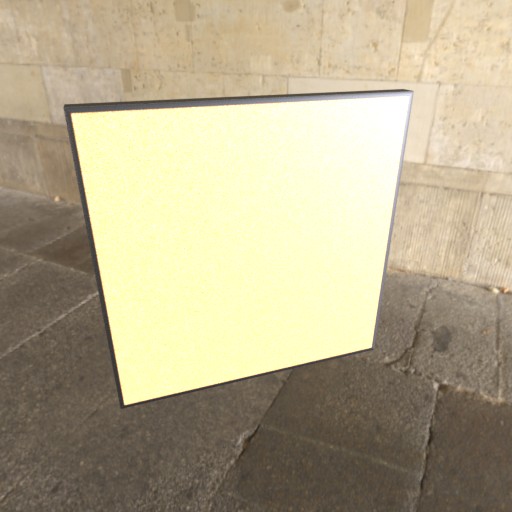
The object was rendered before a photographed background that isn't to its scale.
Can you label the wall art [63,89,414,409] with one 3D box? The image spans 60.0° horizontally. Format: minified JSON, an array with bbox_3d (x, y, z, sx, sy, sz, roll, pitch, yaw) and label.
[{"bbox_3d":[0.000,0.000,1.125,0.769,0.766,0.042,-9,28,-16],"label":"wall art"}]
